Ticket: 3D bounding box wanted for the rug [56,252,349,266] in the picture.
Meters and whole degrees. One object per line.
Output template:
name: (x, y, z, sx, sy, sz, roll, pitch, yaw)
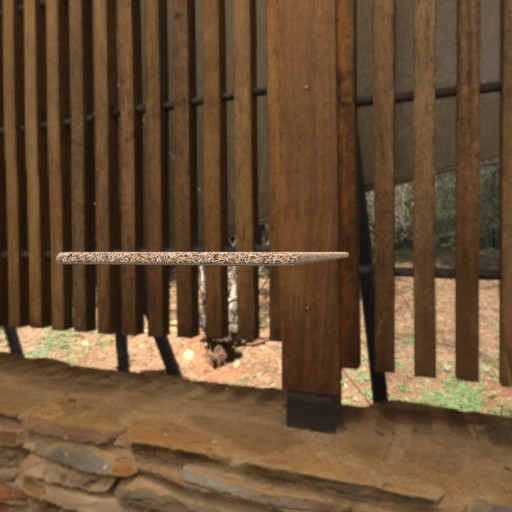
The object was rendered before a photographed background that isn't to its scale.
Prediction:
rug: (0.000, 0.000, 1.749, 0.609, 0.030, 1.524, 0, 1, 16)
